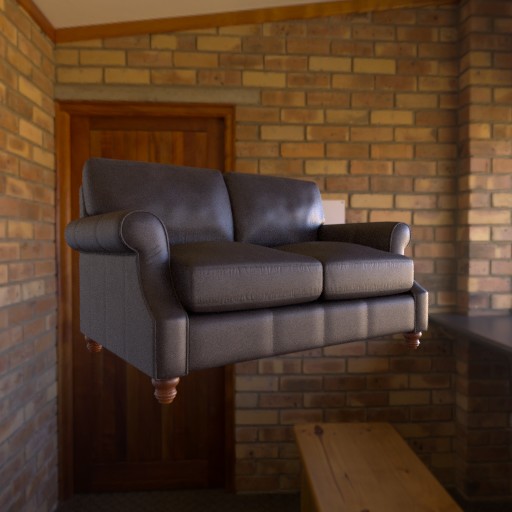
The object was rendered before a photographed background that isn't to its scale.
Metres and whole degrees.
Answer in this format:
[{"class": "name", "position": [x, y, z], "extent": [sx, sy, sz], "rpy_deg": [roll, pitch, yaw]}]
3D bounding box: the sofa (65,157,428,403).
[{"class": "sofa", "position": [0.000, 0.000, 2.303], "extent": [1.663, 0.979, 1.030], "rpy_deg": [-1, 2, -35]}]
